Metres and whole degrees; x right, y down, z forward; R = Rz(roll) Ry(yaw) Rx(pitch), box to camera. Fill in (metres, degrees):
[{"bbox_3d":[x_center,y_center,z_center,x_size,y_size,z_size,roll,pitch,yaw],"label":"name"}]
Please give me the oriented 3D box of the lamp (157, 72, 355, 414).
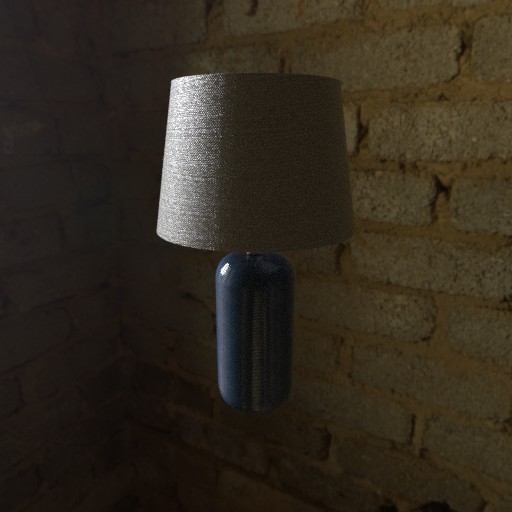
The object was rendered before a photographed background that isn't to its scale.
[{"bbox_3d":[0.000,0.000,0.587,0.253,0.428,0.253,0,16,0],"label":"lamp"}]
